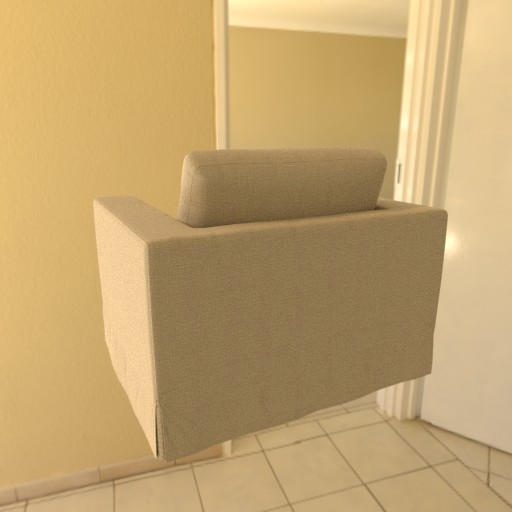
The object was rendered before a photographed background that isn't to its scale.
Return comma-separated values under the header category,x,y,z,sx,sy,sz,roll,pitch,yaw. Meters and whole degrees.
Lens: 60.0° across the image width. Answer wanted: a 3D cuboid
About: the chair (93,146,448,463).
category,x,y,z,sx,sy,sz,roll,pitch,yaw
chair,0.000,0.000,1.816,1.150,0.878,0.957,-8,17,-26
